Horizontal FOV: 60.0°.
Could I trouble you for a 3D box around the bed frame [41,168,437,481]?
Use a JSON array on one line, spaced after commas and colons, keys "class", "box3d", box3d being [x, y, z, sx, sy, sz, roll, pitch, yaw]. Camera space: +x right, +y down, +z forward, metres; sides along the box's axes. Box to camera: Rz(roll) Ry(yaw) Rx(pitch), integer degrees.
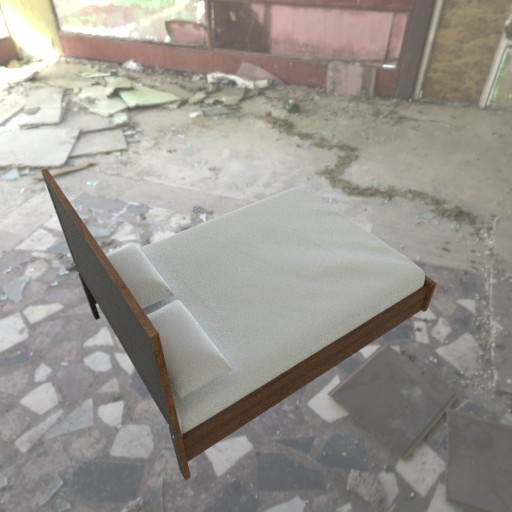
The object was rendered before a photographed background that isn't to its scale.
[{"class": "bed frame", "box3d": [0.000, 0.000, 3.343, 2.276, 1.417, 1.696, -25, 46, -26]}]
